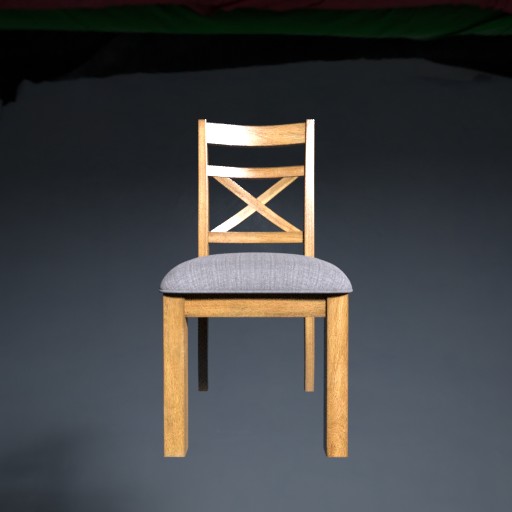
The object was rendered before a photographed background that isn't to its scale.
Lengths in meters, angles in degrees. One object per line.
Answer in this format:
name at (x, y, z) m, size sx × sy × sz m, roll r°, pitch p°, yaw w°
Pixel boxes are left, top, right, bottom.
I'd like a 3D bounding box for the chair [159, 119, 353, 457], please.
chair at (0.000, 0.000, 1.321) m, size 0.470 × 0.949 × 0.581 m, roll 0°, pitch 1°, yaw 0°
